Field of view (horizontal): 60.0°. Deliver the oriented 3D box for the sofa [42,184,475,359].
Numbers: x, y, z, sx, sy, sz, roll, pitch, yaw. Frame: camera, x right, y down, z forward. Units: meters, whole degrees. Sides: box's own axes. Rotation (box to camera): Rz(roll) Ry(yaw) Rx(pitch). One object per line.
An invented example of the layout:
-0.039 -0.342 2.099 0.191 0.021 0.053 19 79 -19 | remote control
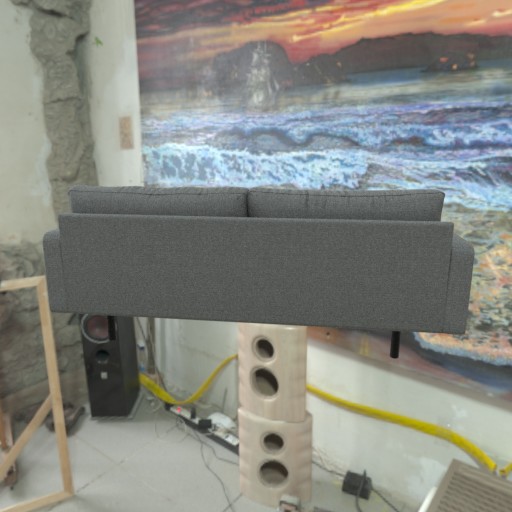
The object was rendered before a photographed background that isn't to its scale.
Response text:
0.000 0.000 2.677 2.200 0.880 0.880 2 14 8 | sofa
